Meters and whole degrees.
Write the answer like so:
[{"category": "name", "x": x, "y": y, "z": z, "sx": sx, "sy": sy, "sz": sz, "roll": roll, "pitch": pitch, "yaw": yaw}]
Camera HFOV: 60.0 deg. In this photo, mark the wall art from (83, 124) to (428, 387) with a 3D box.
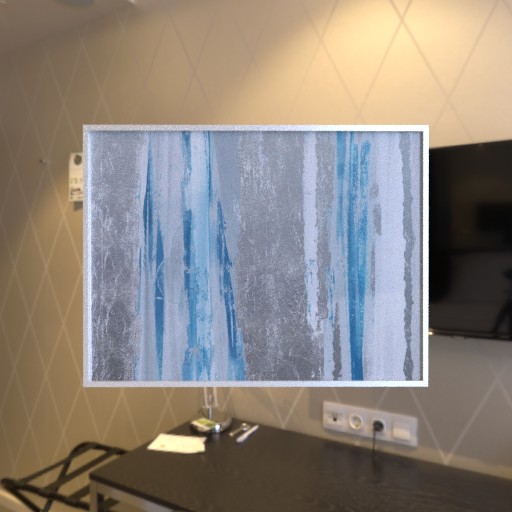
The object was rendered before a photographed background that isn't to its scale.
[{"category": "wall art", "x": 0.000, "y": 0.000, "z": 1.390, "sx": 1.056, "sy": 0.801, "sz": 0.066, "roll": 0, "pitch": 0, "yaw": 0}]
